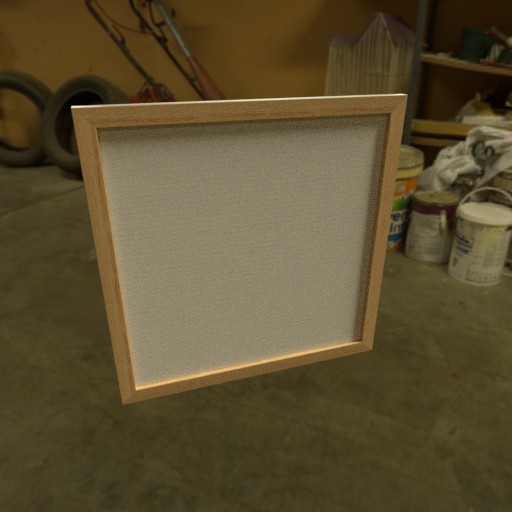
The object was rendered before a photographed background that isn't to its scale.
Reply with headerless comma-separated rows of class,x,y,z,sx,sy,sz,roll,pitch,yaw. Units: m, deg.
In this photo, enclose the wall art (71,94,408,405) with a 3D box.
wall art,0.000,0.000,1.140,0.762,0.762,0.027,-8,27,-16
